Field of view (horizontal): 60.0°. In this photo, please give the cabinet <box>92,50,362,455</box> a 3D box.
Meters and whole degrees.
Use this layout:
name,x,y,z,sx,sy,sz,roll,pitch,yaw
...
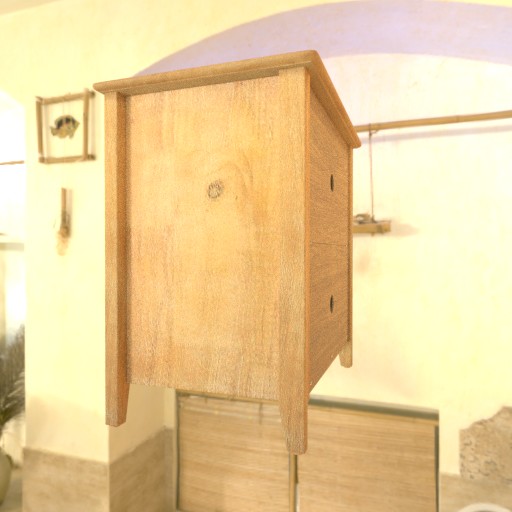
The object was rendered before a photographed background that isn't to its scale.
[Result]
name,x,y,z,sx,sy,sz,roll,pitch,yaw
cabinet,0.000,0.000,1.250,0.503,0.762,0.763,0,1,20
